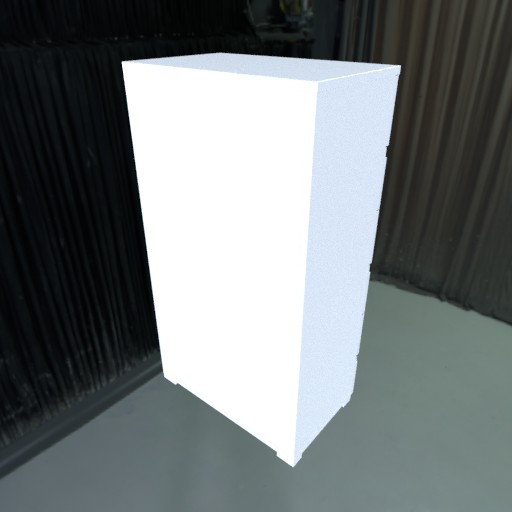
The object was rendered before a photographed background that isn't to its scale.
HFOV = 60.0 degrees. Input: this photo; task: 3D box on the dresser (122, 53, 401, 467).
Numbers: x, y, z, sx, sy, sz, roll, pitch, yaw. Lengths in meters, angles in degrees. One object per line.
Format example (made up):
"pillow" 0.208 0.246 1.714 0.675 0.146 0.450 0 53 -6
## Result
"dresser" 0.000 0.000 1.487 0.650 1.190 0.400 22 35 34
